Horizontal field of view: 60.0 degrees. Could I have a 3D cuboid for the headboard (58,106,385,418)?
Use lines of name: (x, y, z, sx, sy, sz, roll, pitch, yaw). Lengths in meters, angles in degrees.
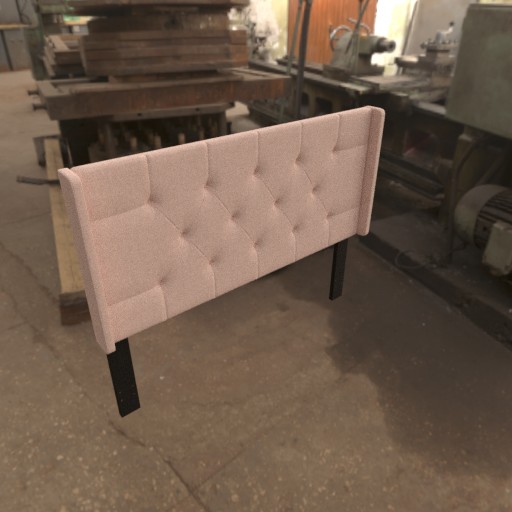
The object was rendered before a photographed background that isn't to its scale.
headboard: (0.000, 0.000, 2.738, 2.051, 1.524, 0.184, -23, 37, -34)
